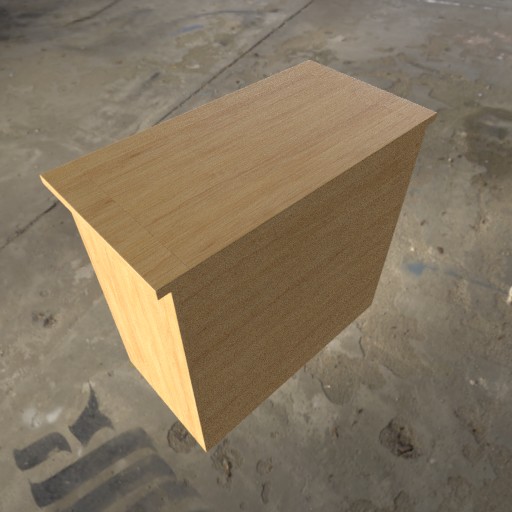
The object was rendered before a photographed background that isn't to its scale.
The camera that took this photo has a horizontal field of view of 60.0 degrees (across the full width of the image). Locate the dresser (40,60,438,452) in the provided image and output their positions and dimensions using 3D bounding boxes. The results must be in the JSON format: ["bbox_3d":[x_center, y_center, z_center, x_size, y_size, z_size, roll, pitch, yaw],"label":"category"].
[{"bbox_3d":[0.000,0.000,1.233,0.800,0.730,0.410,-34,55,-28],"label":"dresser"}]
